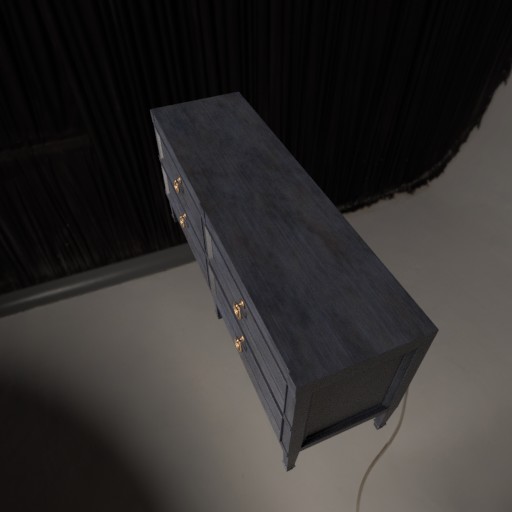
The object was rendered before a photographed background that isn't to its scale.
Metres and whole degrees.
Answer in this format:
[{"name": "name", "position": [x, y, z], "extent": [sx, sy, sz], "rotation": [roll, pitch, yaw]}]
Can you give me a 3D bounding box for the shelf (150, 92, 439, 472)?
[{"name": "shelf", "position": [0.000, 0.000, 1.975], "extent": [0.479, 0.719, 1.575], "rotation": [-17, 49, -16]}]
